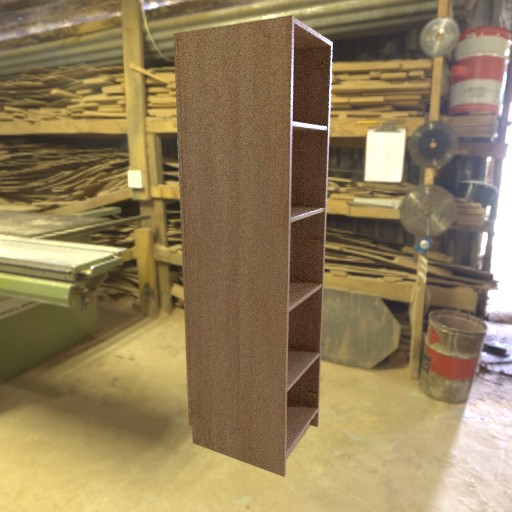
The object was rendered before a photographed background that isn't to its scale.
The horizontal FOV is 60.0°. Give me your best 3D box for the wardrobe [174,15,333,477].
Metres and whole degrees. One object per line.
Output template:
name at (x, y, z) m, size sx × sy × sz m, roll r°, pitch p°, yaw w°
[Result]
wardrobe at (0.000, 0.000, 2.335) m, size 0.588 × 2.117 × 0.496 m, roll 7°, pitch 15°, yaw 27°
